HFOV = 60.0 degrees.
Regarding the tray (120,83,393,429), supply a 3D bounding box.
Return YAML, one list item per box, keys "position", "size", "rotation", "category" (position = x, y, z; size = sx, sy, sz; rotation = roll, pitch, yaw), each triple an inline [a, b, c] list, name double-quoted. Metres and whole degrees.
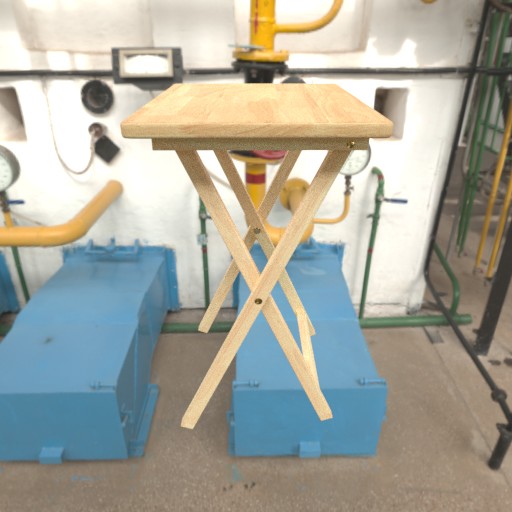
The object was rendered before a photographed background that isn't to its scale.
- position: [0.000, 0.000, 0.974]
  size: [0.381, 0.660, 0.483]
  rotation: [0, 27, 0]
  category: "tray"
